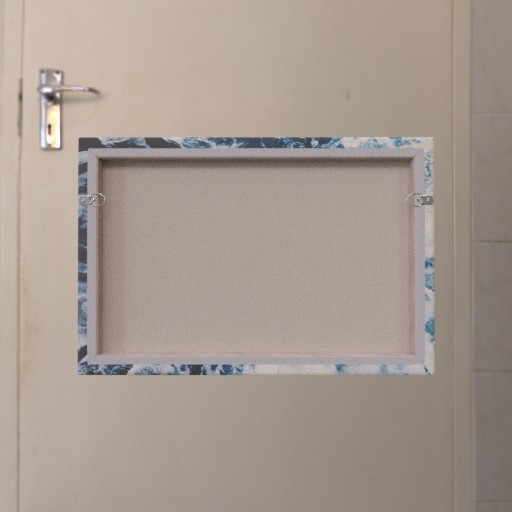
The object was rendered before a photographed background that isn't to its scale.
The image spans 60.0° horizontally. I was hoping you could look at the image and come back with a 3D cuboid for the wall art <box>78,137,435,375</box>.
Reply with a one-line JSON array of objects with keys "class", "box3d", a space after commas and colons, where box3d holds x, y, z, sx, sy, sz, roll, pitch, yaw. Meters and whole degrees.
[{"class": "wall art", "box3d": [0.000, 0.000, 1.153, 0.915, 0.610, 0.042, 0, 0, 0]}]
